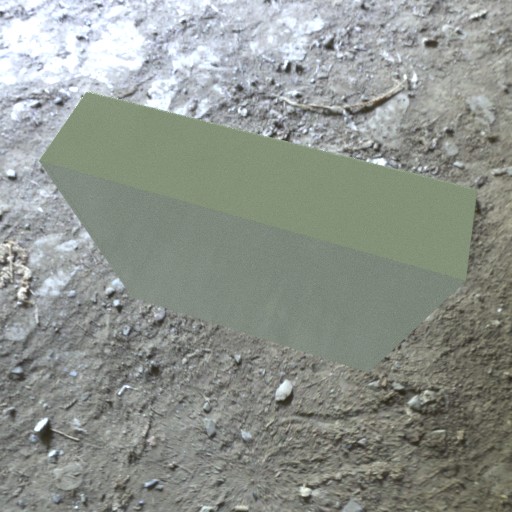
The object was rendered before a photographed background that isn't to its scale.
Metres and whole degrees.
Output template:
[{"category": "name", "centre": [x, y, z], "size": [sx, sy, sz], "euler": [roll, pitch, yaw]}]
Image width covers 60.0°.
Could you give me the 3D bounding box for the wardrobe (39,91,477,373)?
[{"category": "wardrobe", "centre": [0.000, 0.000, 1.932], "size": [1.340, 1.200, 0.360], "euler": [16, 64, 8]}]
